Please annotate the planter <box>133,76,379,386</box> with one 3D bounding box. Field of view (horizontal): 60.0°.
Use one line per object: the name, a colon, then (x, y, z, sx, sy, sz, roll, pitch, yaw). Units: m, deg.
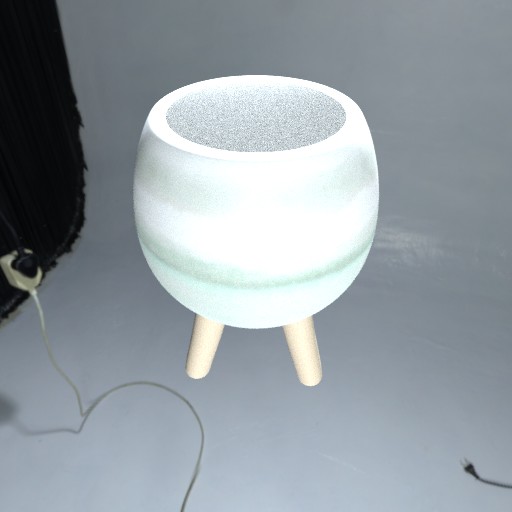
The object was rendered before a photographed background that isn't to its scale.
planter: (0.000, 0.000, 0.332, 0.161, 0.224, 0.161, 0, 40, 0)
